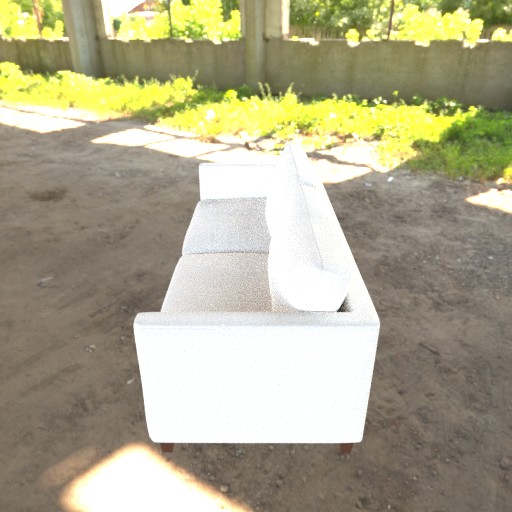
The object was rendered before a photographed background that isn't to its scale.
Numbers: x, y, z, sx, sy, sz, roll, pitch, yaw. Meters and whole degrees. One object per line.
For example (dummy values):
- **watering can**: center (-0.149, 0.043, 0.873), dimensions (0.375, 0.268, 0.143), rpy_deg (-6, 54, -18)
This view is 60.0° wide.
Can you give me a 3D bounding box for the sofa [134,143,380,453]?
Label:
- **sofa**: center (0.000, 0.000, 2.631), dimensions (0.924, 0.933, 2.139), rpy_deg (0, 27, 0)
